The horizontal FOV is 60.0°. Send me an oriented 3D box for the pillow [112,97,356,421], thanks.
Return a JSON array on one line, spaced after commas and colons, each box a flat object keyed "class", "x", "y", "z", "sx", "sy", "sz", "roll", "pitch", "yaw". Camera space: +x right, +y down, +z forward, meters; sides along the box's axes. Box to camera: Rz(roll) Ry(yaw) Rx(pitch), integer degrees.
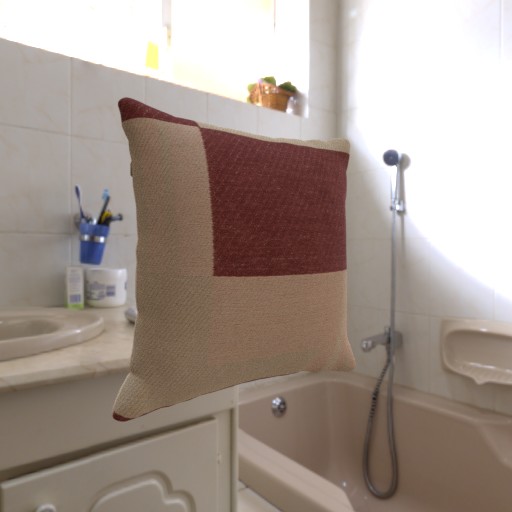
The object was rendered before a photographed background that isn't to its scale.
[{"class": "pillow", "x": 0.000, "y": 0.000, "z": 0.826, "sx": 0.536, "sy": 0.506, "sz": 0.229, "roll": 0, "pitch": 1, "yaw": -36}]
